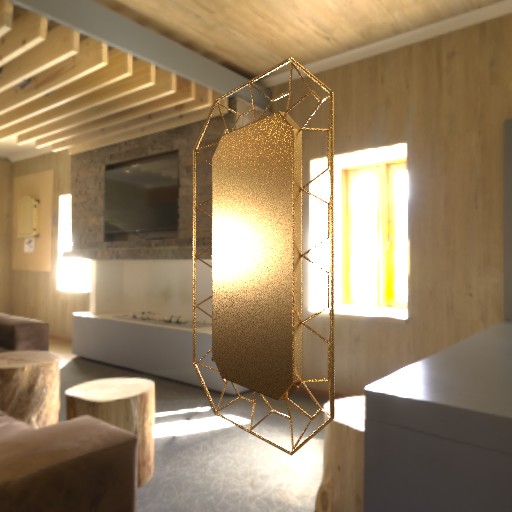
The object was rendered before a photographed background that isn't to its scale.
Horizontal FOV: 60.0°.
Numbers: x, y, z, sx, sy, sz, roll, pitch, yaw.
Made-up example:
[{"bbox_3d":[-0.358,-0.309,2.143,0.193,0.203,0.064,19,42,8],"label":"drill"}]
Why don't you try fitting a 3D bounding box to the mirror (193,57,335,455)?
[{"bbox_3d":[0.000,0.000,1.108,0.051,0.870,0.572,0,-1,-36],"label":"mirror"}]
